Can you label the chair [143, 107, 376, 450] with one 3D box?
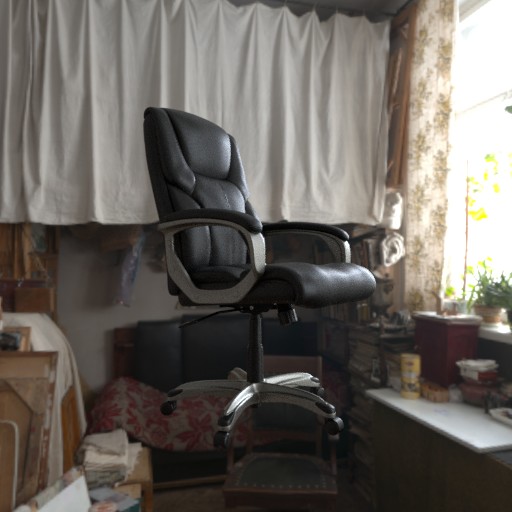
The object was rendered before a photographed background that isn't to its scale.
[{"bbox_3d":[0.000,0.000,1.623,0.739,1.155,0.663,-1,-1,36],"label":"chair"}]
